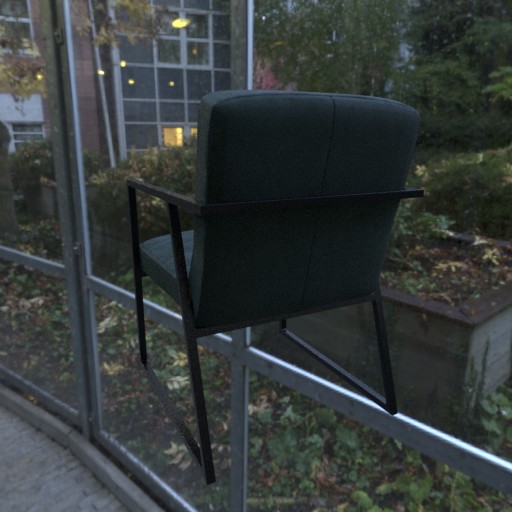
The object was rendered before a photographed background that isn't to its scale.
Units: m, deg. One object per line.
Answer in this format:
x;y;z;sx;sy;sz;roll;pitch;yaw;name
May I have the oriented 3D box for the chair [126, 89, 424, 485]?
0.000;0.000;1.264;0.571;0.833;0.677;-8;17;-27;chair
